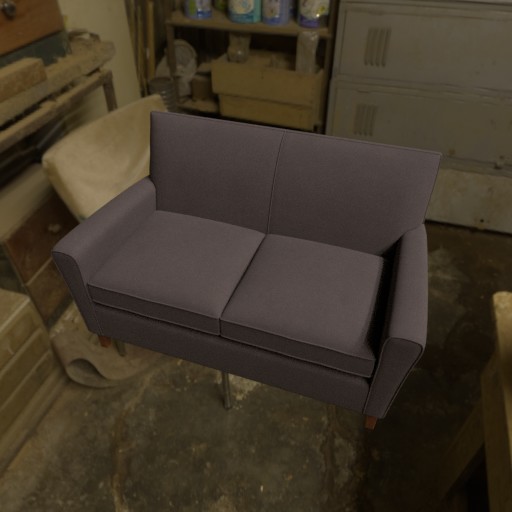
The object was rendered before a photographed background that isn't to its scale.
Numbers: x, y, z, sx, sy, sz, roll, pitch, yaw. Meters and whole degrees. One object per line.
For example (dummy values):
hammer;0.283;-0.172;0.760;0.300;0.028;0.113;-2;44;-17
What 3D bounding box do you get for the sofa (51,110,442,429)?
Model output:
sofa;0.000;0.000;1.974;1.420;0.846;0.871;13;42;14
